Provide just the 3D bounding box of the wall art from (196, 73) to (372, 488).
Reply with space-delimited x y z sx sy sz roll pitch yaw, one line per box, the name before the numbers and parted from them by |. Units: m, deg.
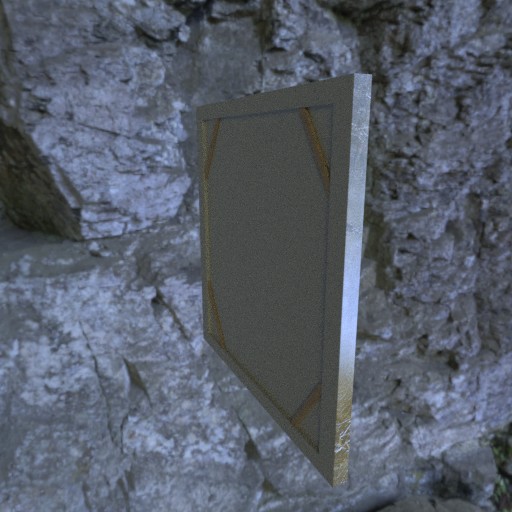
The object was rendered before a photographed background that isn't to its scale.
wall art | 0.000 0.000 1.598 0.051 1.091 1.092 -7 16 -25
